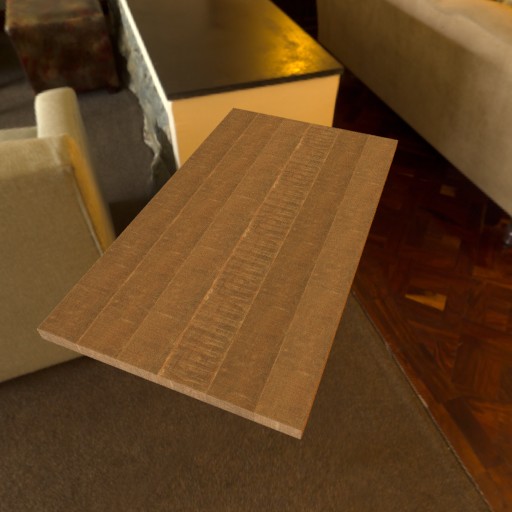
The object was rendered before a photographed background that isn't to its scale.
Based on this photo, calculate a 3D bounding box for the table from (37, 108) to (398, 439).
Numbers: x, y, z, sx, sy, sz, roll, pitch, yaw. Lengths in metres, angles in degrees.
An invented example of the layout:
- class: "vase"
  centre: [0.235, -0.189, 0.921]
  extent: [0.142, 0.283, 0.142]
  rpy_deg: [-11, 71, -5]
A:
- class: "table"
  centre: [0.000, 0.000, 1.780]
  extent: [0.800, 0.440, 1.400]
  rpy_deg: [16, 48, 15]
